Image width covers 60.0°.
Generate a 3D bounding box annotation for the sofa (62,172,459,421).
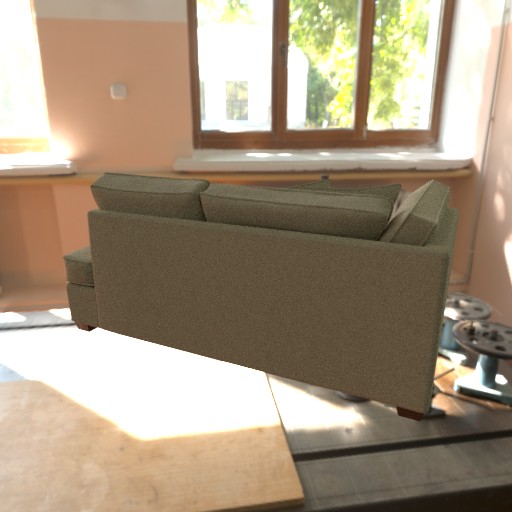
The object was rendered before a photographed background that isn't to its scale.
[{"bbox_3d":[0.000,0.000,2.784,2.237,1.033,1.110,8,19,25],"label":"sofa"}]
